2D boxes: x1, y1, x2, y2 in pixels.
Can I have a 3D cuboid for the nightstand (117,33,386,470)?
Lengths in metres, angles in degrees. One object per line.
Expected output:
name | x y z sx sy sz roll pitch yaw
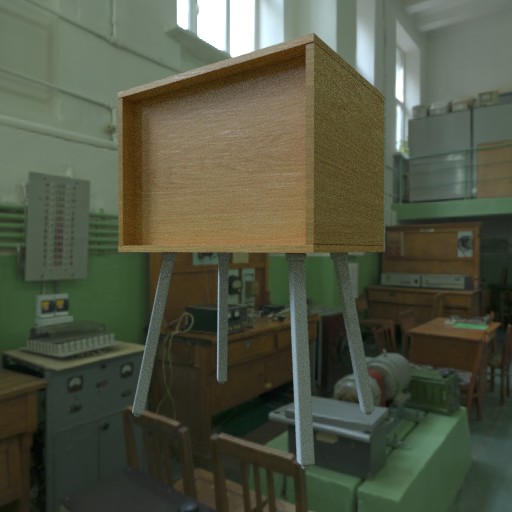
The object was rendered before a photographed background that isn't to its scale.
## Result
nightstand | 0.000 0.000 0.837 0.400 0.601 0.316 1 1 34
